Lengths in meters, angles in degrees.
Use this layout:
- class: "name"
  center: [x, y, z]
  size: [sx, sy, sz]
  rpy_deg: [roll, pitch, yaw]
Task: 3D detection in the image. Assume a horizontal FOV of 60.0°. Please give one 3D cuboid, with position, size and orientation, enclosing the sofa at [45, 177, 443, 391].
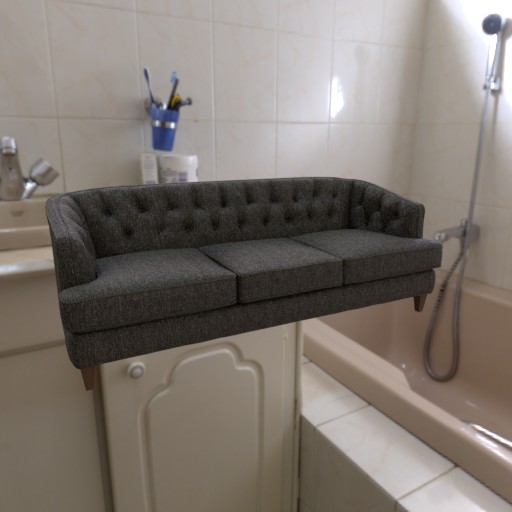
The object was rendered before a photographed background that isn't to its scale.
- class: "sofa"
  center: [0.000, 0.000, 2.723]
  size: [2.278, 0.855, 0.941]
  rpy_deg: [-7, 17, -26]
